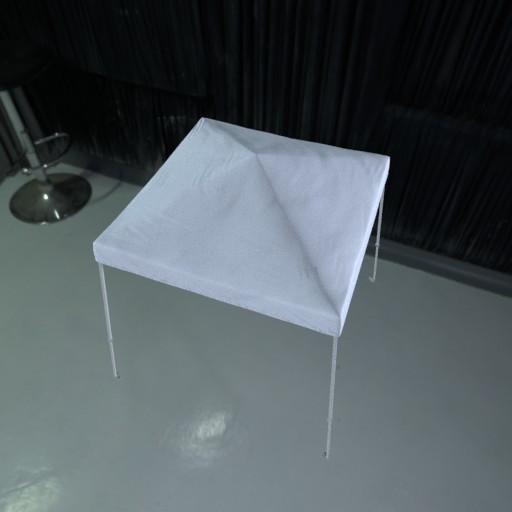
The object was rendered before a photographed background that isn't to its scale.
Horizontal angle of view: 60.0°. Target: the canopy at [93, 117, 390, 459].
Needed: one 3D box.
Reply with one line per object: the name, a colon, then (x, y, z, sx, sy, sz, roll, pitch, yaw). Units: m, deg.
canopy: (0.000, 0.000, 6.598, 3.599, 3.600, 3.600, 16, 50, 14)
